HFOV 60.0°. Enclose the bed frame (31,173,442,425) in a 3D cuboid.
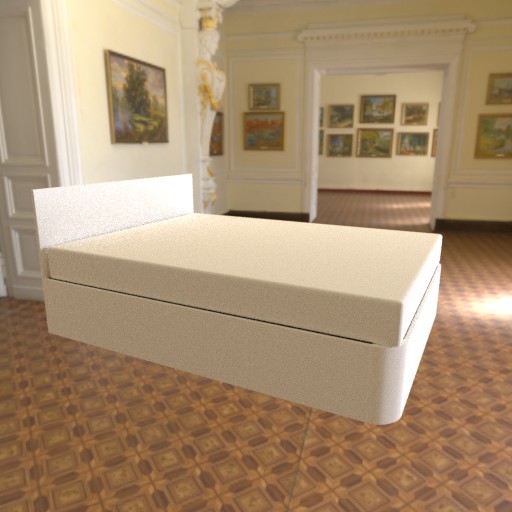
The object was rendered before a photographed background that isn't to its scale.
[{"bbox_3d":[0.000,0.000,2.570,1.900,0.800,1.400,7,16,27],"label":"bed frame"}]
